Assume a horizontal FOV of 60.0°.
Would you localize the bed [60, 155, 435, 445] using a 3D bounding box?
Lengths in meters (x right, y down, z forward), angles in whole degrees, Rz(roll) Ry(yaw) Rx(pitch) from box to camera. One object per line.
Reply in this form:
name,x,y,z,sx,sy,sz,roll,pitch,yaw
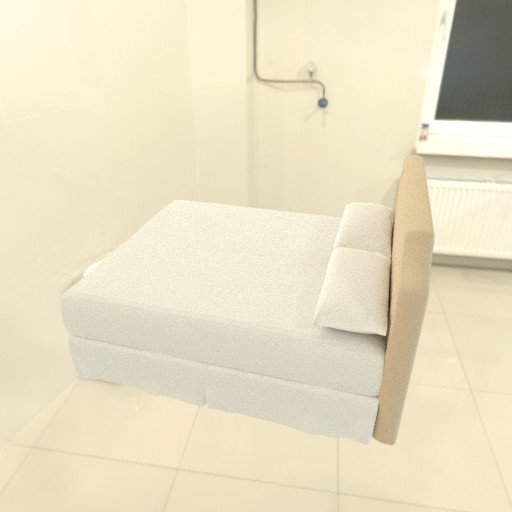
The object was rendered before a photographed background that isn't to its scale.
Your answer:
bed,0.000,0.000,3.796,2.548,1.524,2.134,8,30,14
